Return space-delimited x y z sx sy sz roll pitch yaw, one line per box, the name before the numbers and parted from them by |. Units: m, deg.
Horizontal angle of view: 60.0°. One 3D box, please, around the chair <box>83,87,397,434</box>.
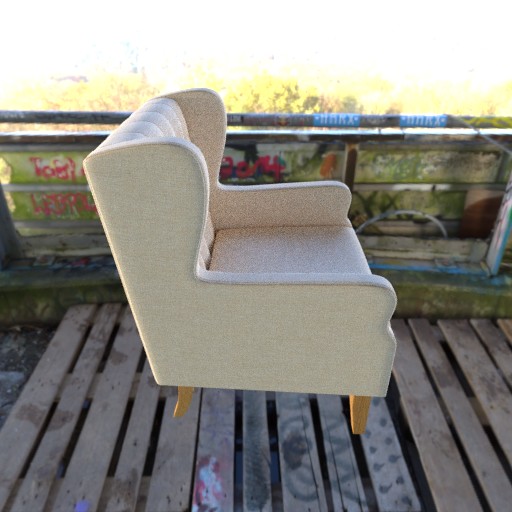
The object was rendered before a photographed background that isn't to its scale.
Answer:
chair | 0.000 0.000 1.441 0.760 0.930 0.710 0 31 1
